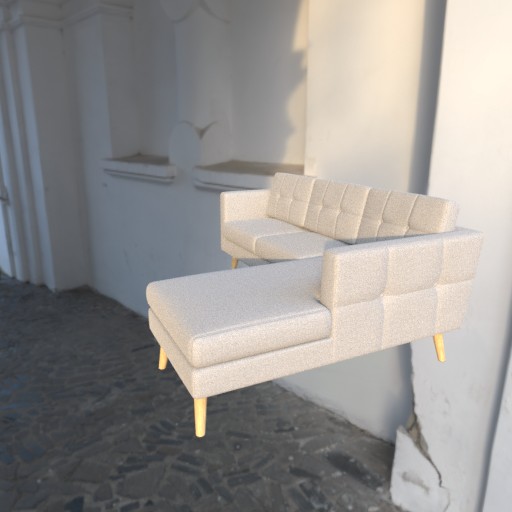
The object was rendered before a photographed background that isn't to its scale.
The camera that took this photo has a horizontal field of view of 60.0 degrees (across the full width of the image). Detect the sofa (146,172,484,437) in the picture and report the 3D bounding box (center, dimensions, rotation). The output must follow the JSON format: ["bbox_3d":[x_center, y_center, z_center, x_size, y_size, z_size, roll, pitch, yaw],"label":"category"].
[{"bbox_3d":[0.000,0.000,2.783,1.530,0.860,2.040,-8,17,-25],"label":"sofa"}]
